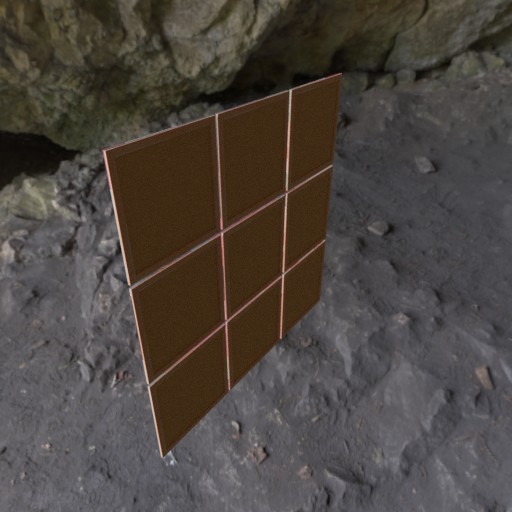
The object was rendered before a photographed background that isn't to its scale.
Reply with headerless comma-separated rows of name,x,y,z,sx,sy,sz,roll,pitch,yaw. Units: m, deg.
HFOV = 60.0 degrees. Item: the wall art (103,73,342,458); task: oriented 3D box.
wall art,0.000,0.000,2.241,0.013,1.519,1.521,22,38,30
